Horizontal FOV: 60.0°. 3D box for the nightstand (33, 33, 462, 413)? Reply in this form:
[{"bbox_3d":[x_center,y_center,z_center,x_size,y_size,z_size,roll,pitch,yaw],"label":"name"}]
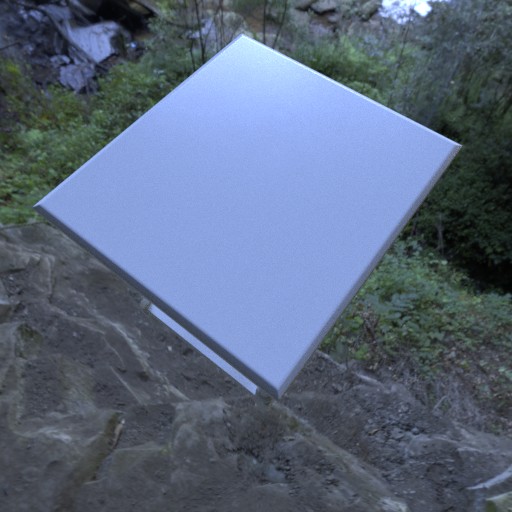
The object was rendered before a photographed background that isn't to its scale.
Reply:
[{"bbox_3d":[0.000,0.000,0.933,0.459,0.555,0.505,34,68,16],"label":"nightstand"}]
